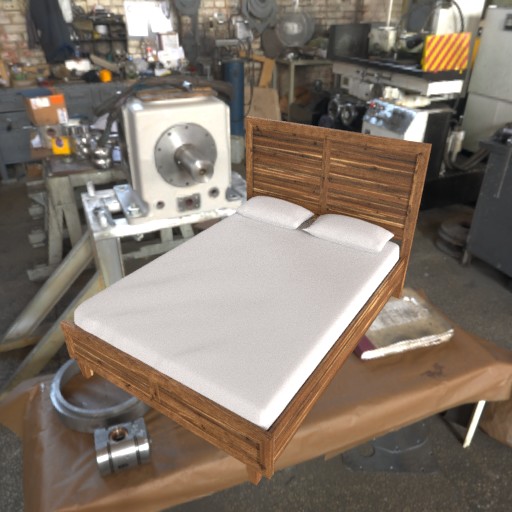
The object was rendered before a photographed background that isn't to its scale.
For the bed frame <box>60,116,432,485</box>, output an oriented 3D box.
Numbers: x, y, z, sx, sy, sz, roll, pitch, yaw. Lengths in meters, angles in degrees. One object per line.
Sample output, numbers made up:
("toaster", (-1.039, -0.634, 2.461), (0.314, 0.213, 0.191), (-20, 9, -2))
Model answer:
("bed frame", (0.000, 0.000, 3.310), (1.696, 1.417, 2.276), (18, 35, 29))
